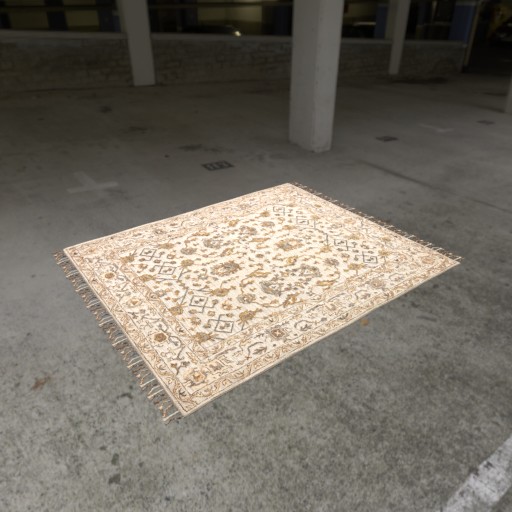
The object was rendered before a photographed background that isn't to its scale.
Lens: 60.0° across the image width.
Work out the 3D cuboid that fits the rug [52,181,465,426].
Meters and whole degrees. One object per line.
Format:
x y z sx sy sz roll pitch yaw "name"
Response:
0.000 0.000 4.138 3.061 0.034 2.426 -21 37 -31 "rug"
